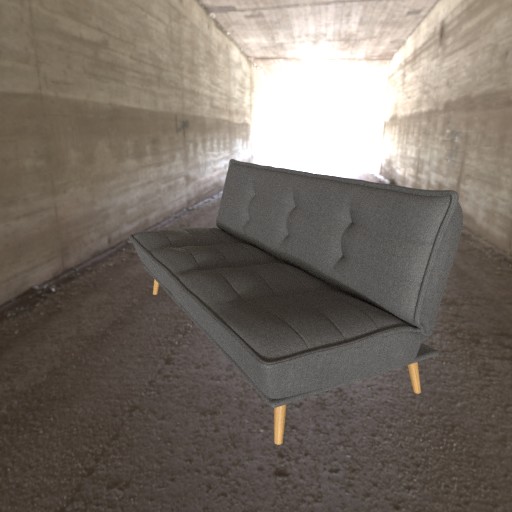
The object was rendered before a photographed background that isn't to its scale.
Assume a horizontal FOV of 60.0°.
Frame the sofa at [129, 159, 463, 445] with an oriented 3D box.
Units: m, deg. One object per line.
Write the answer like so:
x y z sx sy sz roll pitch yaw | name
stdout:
0.000 0.000 2.367 0.950 0.890 1.940 -8 18 -26 | sofa
